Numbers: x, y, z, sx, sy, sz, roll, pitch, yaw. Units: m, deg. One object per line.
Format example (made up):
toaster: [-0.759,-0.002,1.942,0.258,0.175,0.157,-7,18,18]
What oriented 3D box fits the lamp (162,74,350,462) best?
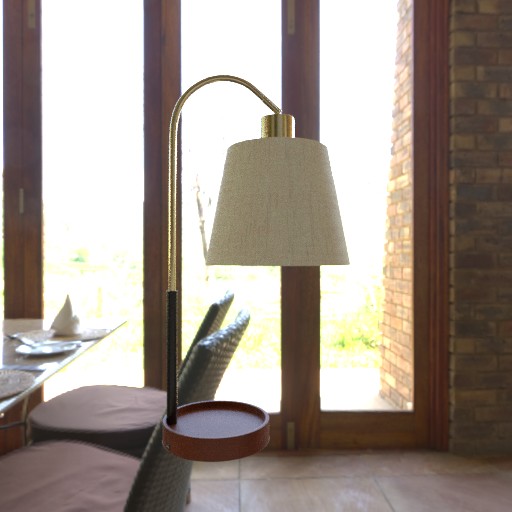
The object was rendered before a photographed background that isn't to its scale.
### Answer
lamp: [0.000,0.000,0.654,0.273,0.536,0.211,0,0,1]
